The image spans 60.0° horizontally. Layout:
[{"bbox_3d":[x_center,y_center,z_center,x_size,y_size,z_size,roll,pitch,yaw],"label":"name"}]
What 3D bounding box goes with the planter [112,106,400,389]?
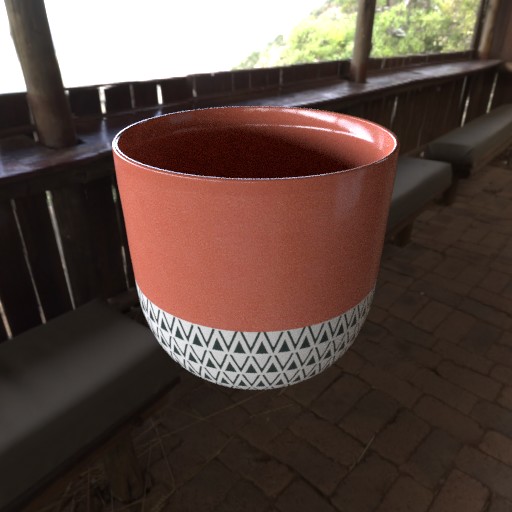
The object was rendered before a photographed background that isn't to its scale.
[{"bbox_3d":[0.000,0.000,0.490,0.266,0.270,0.266,0,29,0],"label":"planter"}]
